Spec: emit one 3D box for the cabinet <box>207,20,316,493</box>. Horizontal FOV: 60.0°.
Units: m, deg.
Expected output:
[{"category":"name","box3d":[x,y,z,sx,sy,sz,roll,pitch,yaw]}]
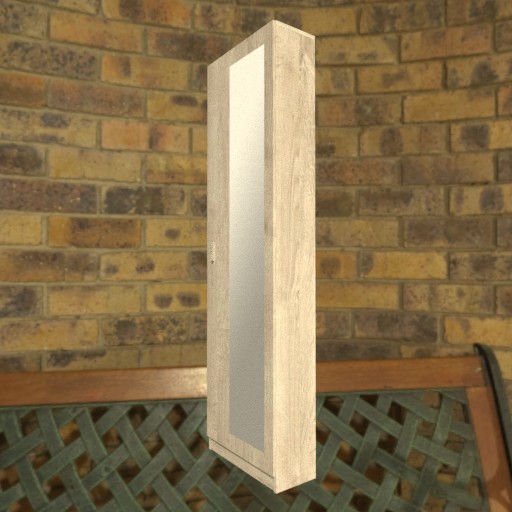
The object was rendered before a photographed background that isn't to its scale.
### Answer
[{"category":"cabinet","box3d":[0.000,0.000,1.930,0.230,1.790,0.500,1,-1,-36]}]
